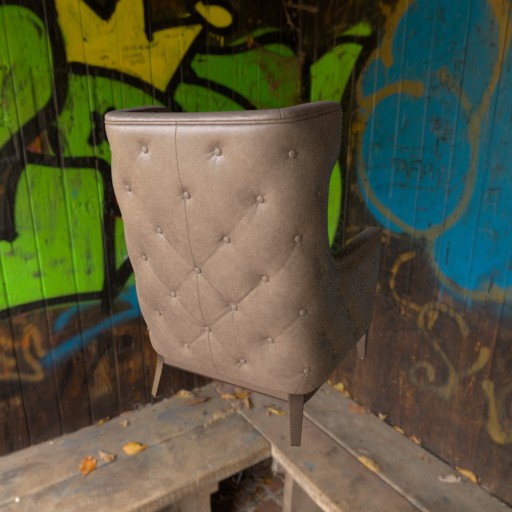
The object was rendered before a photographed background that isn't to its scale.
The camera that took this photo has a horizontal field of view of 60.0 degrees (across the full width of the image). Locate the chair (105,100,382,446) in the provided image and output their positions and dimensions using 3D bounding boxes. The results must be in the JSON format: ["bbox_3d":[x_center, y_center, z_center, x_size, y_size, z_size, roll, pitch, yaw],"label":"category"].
[{"bbox_3d":[0.000,0.000,1.674,0.769,1.079,0.899,9,18,27],"label":"chair"}]
